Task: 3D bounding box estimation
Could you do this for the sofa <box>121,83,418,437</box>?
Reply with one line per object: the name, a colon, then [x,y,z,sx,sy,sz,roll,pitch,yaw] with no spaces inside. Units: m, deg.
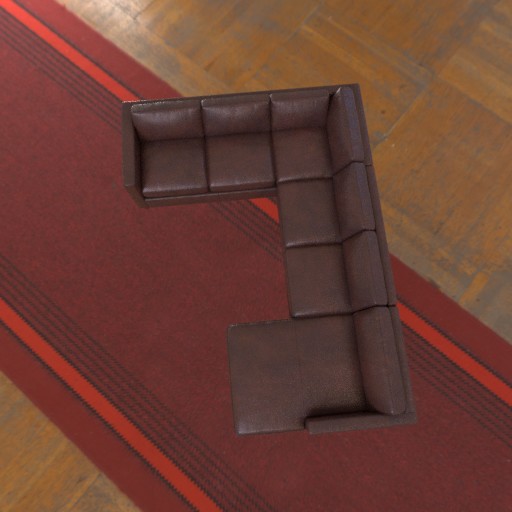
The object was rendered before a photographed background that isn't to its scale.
sofa: [0.000,0.000,4.399,2.452,0.891,3.324,-5,76,-1]
